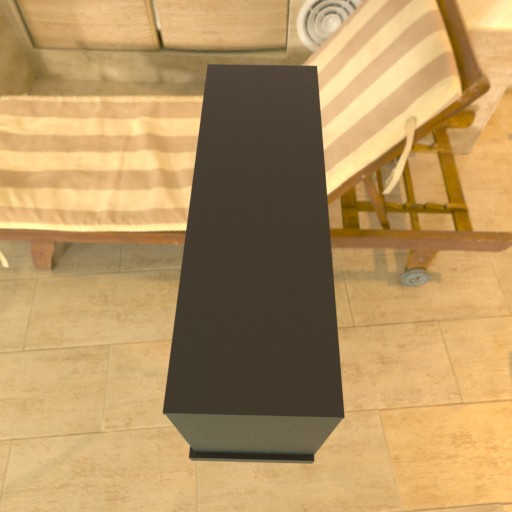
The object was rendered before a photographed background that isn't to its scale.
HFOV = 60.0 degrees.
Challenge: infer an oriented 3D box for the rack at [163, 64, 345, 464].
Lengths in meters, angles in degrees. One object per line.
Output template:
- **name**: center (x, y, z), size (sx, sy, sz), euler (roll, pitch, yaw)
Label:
- **rack**: center (0.000, 0.000, 1.508), size (0.399, 0.635, 1.206), euler (1, 58, 1)
